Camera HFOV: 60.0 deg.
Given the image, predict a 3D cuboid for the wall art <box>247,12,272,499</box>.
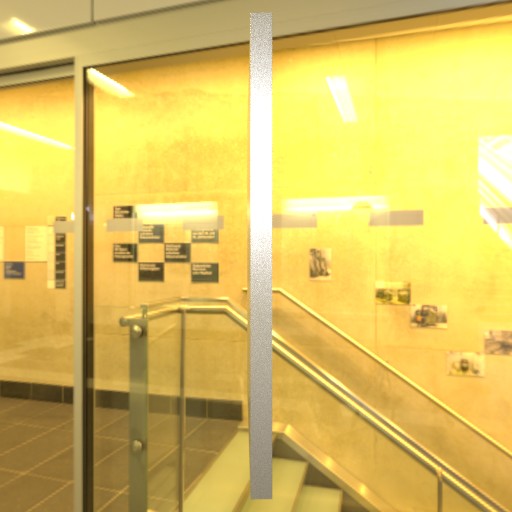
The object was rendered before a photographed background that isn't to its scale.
[{"bbox_3d":[0.000,0.000,0.740,0.025,0.569,0.444,0,0,-2],"label":"wall art"}]
